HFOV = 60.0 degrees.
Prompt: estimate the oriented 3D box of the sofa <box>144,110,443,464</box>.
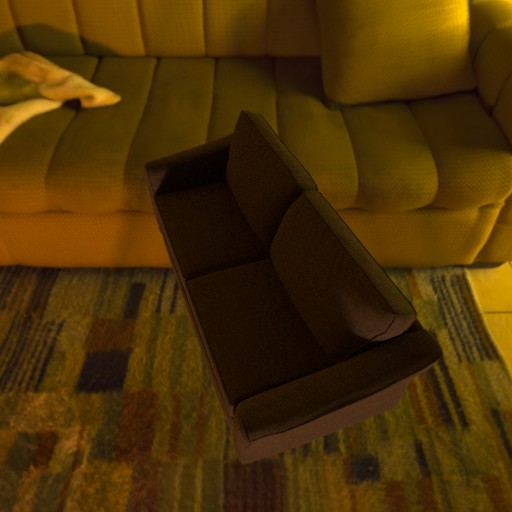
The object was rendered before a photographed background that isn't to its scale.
[{"bbox_3d":[0.000,0.000,2.788,0.971,0.950,2.270,-16,48,-15],"label":"sofa"}]
